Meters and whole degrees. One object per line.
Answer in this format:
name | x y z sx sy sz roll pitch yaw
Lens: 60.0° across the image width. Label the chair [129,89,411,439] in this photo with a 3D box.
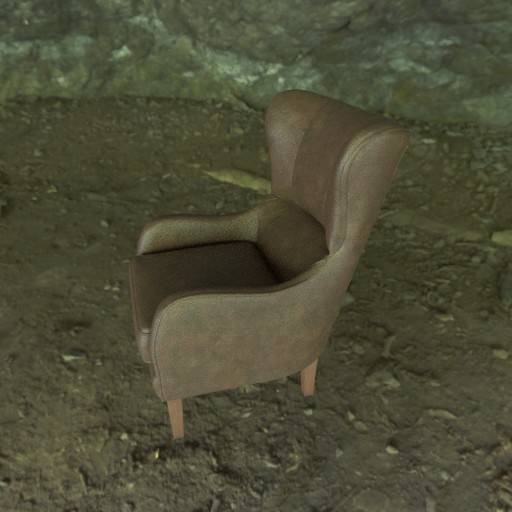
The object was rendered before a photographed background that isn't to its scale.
chair | 0.000 0.000 1.620 0.914 1.048 0.692 -8 30 -15
